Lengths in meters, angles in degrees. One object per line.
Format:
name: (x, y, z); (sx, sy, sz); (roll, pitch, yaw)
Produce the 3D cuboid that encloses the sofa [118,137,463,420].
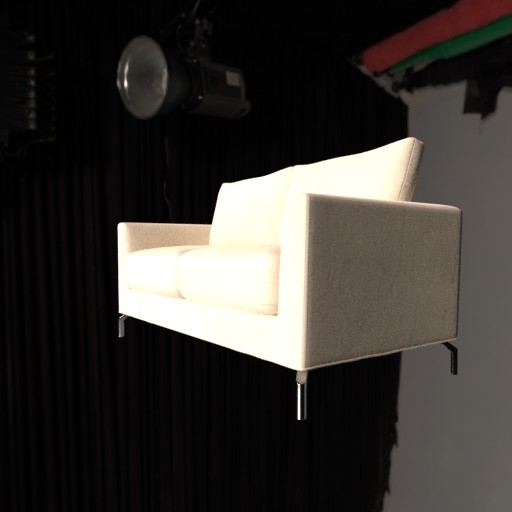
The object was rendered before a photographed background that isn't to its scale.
sofa: (0.000, 0.000, 2.294); (0.906, 0.995, 1.739); (0, 0, -36)
